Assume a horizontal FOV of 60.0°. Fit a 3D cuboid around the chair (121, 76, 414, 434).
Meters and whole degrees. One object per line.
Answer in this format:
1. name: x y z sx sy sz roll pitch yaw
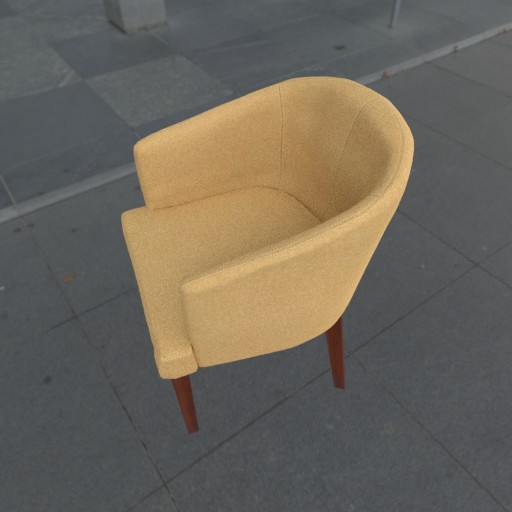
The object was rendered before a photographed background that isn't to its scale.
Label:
1. chair: 0.000 0.000 1.221 0.655 0.811 0.583 -15 49 -14
